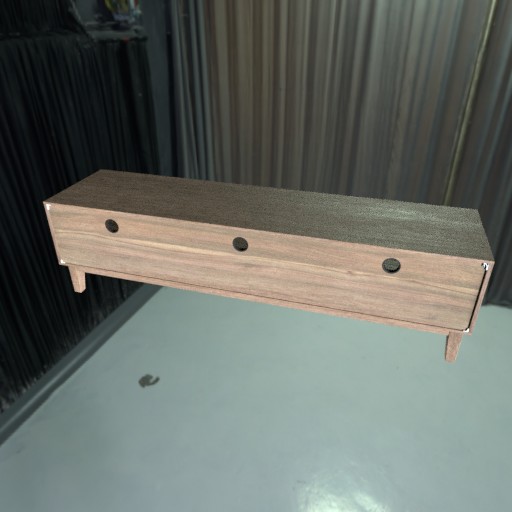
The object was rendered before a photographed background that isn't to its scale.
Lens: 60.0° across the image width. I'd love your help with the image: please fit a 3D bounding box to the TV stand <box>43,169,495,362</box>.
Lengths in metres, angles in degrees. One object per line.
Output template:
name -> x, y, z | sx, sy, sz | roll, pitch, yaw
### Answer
TV stand -> 0.000, 0.000, 1.659 | 1.482, 0.409, 0.366 | 8, 31, 14
